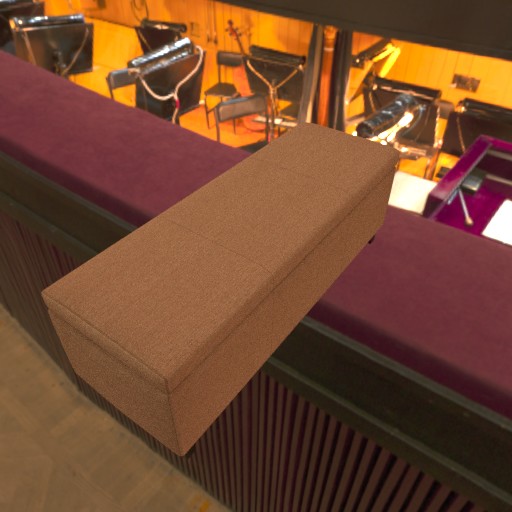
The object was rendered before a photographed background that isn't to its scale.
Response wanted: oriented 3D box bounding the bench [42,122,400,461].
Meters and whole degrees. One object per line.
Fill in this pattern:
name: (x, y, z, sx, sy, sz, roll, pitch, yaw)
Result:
bench: (0.000, 0.000, 1.515, 0.446, 0.438, 1.269, 26, 47, 27)
